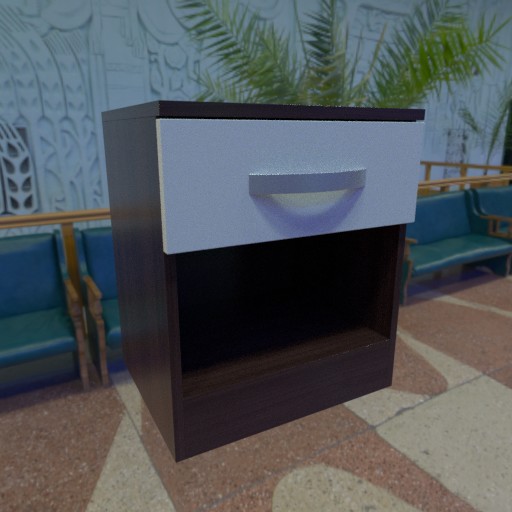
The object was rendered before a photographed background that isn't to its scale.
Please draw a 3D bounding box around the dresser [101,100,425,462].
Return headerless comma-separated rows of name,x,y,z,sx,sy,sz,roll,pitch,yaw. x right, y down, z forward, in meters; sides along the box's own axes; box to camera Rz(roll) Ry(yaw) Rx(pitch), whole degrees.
dresser,0.000,0.000,0.752,0.400,0.470,0.360,-8,18,-27
